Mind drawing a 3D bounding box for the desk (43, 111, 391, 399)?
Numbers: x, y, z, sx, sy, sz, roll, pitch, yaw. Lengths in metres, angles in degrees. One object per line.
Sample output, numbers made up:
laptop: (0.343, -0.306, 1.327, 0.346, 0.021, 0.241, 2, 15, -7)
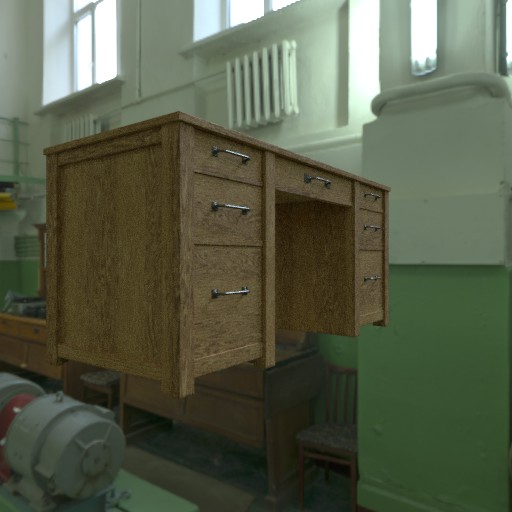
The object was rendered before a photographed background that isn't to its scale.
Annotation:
desk: (0.000, 0.000, 1.969, 0.685, 0.751, 1.567, 0, 0, 36)
